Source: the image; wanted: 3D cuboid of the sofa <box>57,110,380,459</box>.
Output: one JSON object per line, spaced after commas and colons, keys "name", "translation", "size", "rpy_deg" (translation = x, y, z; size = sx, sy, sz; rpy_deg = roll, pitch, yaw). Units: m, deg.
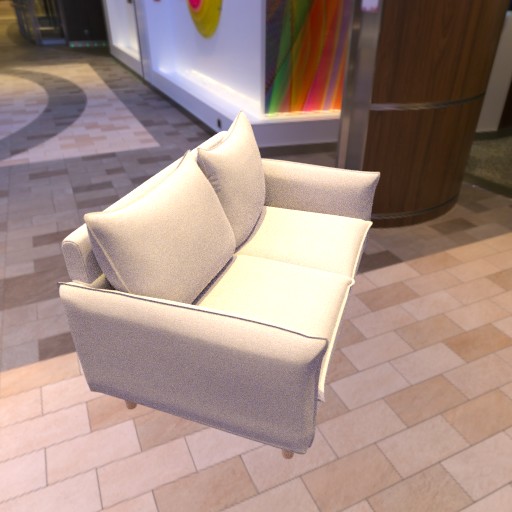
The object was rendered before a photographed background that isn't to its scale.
{"name": "sofa", "translation": [0.000, 0.000, 1.795], "size": [0.820, 0.840, 1.300], "rpy_deg": [10, 33, 16]}
